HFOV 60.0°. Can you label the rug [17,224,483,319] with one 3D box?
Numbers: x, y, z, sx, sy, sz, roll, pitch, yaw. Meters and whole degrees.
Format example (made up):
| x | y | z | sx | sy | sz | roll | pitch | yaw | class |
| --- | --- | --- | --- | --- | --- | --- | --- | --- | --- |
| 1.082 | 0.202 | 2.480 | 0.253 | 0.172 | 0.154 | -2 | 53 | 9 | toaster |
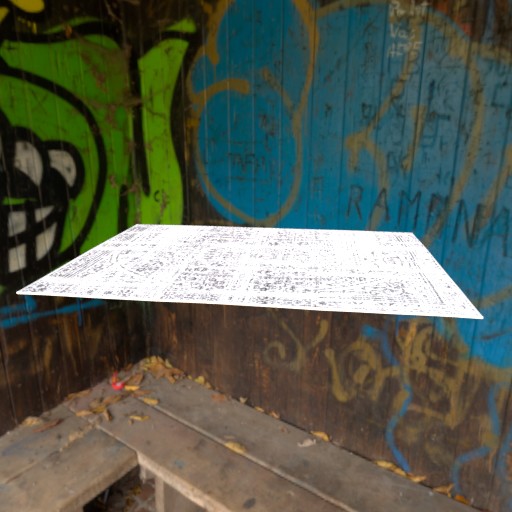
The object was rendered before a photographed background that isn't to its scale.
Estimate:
| x | y | z | sx | sy | sz | roll | pitch | yaw | class |
| --- | --- | --- | --- | --- | --- | --- | --- | --- | --- |
| 0.000 | 0.000 | 3.079 | 2.438 | 0.026 | 1.706 | 2 | 17 | 7 | rug |
